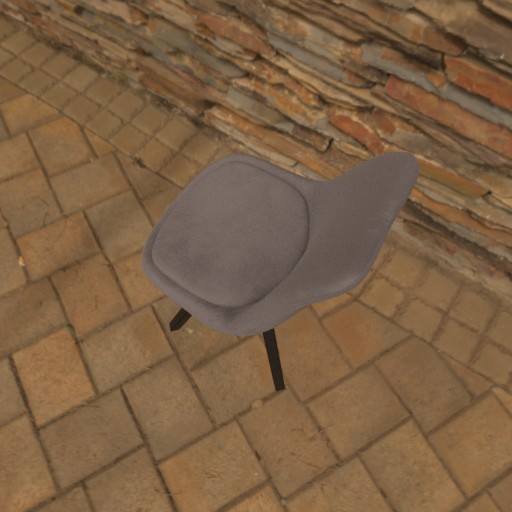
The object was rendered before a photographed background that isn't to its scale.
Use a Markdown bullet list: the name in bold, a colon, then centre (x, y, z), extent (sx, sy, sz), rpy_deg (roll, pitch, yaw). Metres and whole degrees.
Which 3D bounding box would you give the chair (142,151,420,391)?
- **chair**: centre (0.000, 0.000, 1.184), extent (0.550, 0.850, 0.485), rpy_deg (28, 67, 13)
